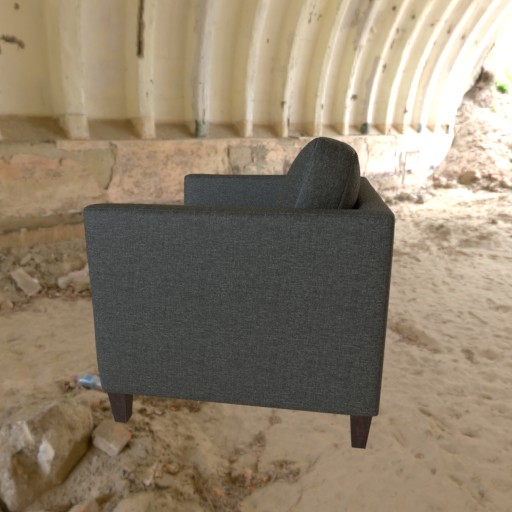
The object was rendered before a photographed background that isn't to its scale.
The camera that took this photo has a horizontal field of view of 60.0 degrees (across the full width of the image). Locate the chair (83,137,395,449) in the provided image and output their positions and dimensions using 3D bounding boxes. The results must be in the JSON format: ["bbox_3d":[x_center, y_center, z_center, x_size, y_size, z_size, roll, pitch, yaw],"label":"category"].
[{"bbox_3d":[0.000,0.000,1.837,0.959,0.963,1.107,2,16,9],"label":"chair"}]
